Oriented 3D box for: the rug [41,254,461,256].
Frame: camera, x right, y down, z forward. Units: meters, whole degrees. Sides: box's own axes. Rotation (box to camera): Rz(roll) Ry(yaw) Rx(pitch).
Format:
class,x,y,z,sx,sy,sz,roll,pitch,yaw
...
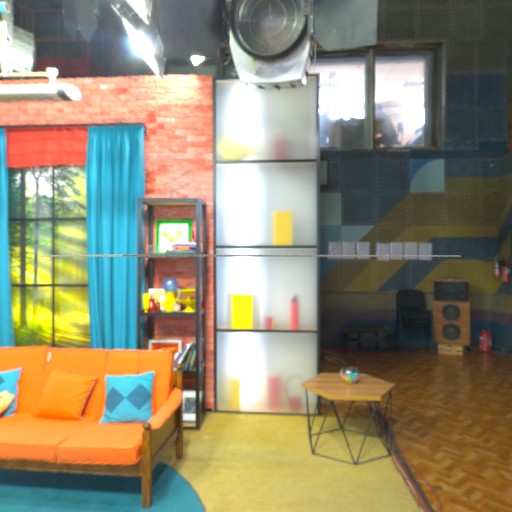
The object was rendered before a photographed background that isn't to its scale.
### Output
class,x,y,z,sx,sy,sz,roll,pitch,yaw
rug,0.000,0.000,2.196,1.747,0.006,1.143,0,0,-36
